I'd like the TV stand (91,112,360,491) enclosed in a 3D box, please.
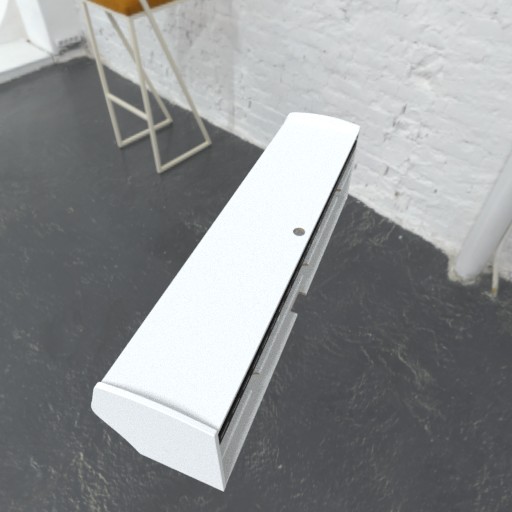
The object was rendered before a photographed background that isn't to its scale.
[{"bbox_3d":[0.000,0.000,1.674,0.397,0.424,1.473,16,48,15],"label":"TV stand"}]
